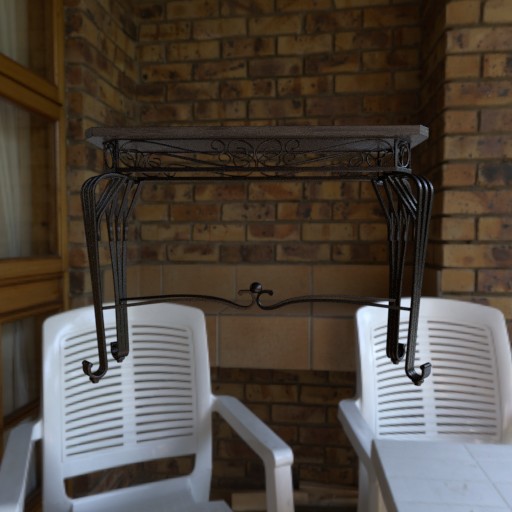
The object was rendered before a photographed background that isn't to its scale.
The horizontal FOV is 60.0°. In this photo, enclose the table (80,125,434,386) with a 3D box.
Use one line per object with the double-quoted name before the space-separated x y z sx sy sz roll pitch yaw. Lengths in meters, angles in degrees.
"table" 0.000 0.000 1.504 1.112 0.800 0.329 0 2 1
